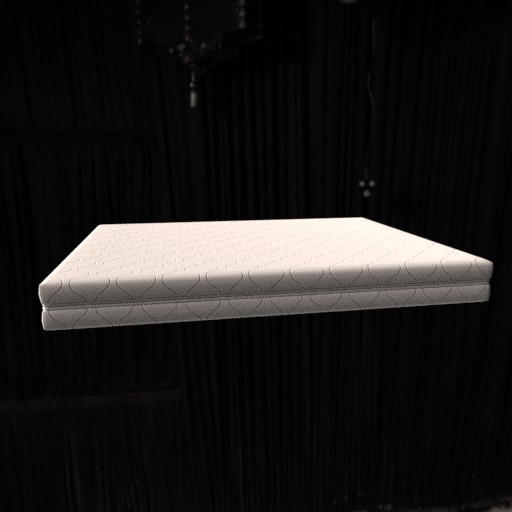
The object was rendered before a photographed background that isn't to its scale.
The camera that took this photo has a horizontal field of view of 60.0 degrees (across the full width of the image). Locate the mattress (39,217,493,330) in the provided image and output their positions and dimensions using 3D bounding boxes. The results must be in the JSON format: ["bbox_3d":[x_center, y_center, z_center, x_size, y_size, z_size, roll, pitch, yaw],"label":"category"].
[{"bbox_3d":[0.000,0.000,2.490,1.900,0.200,1.400,-2,13,-10],"label":"mattress"}]
